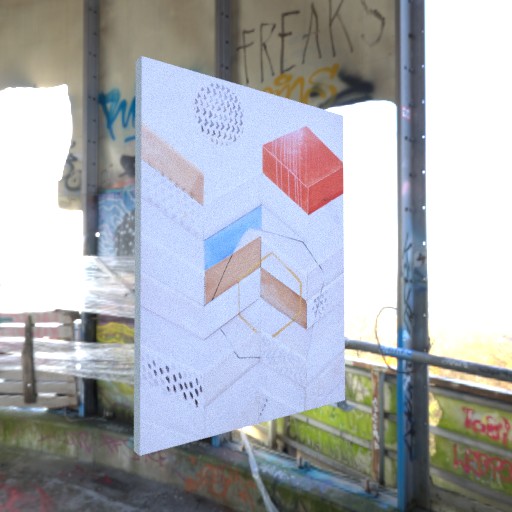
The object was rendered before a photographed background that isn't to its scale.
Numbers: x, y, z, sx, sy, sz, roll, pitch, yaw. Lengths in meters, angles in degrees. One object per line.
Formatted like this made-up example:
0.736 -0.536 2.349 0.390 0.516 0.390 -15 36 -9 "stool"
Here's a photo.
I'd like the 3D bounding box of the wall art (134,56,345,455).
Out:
0.000 0.000 1.642 0.914 1.221 0.046 1 -1 -37 "wall art"
